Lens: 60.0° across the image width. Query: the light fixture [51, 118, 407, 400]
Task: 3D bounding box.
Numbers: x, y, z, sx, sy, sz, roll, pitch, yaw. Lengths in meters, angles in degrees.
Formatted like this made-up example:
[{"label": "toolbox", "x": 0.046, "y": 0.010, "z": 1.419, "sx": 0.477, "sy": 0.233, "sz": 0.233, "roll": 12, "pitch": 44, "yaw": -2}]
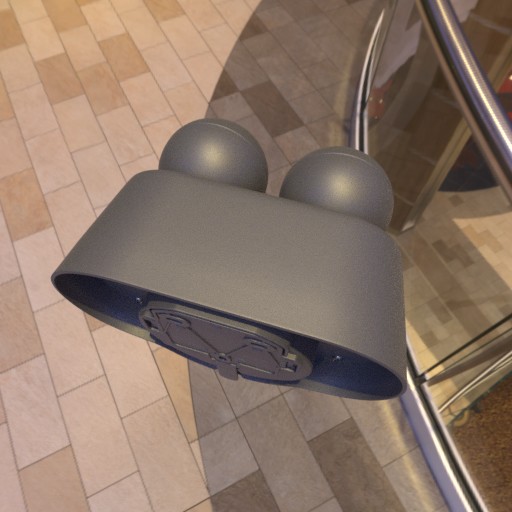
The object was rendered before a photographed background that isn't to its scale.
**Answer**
[{"label": "light fixture", "x": 0.000, "y": 0.000, "z": 0.334, "sx": 0.229, "sy": 0.159, "sz": 0.159, "roll": 15, "pitch": 63, "yaw": 8}]
